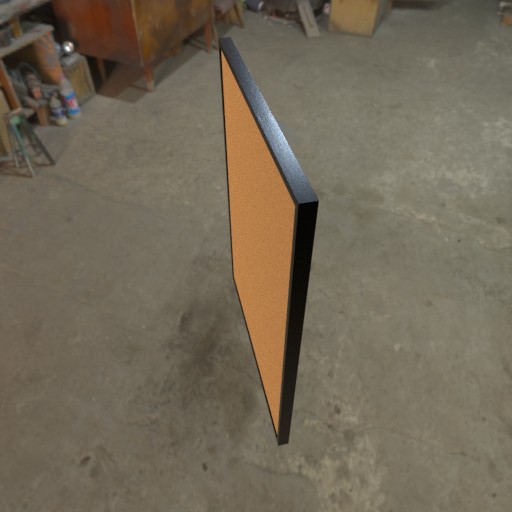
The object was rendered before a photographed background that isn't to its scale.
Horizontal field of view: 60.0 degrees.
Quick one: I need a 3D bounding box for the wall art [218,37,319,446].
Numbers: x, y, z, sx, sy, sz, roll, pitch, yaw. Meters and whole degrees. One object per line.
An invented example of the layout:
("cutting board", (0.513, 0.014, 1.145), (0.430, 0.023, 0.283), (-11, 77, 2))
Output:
("wall art", (0.000, 0.000, 1.425), (0.040, 1.062, 0.805), (-10, 46, -9))
